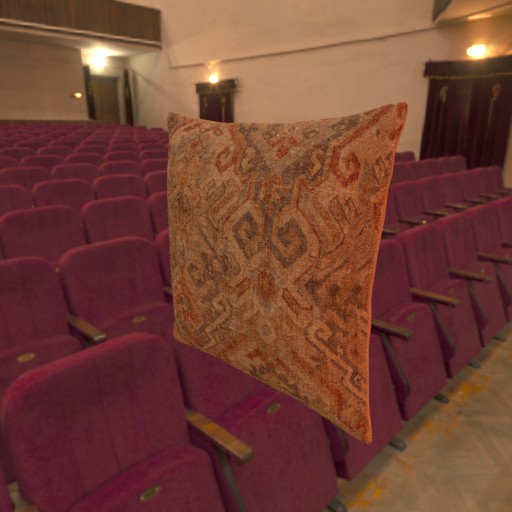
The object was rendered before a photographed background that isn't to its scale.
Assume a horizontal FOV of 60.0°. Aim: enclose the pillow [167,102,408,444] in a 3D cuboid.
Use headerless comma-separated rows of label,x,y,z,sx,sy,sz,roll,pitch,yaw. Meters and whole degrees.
pillow,0.000,0.000,0.797,0.523,0.506,0.166,15,22,42
